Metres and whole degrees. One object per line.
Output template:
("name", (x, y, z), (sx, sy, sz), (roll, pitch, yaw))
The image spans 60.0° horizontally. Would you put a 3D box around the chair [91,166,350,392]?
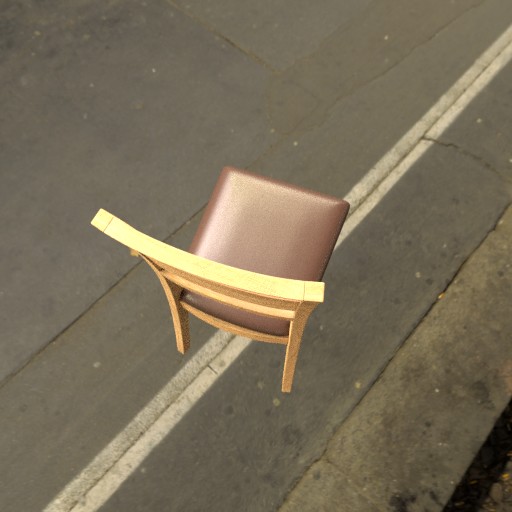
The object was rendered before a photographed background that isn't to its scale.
("chair", (0.000, 0.000, 1.221), (0.420, 0.940, 0.545), (18, 65, 9))
